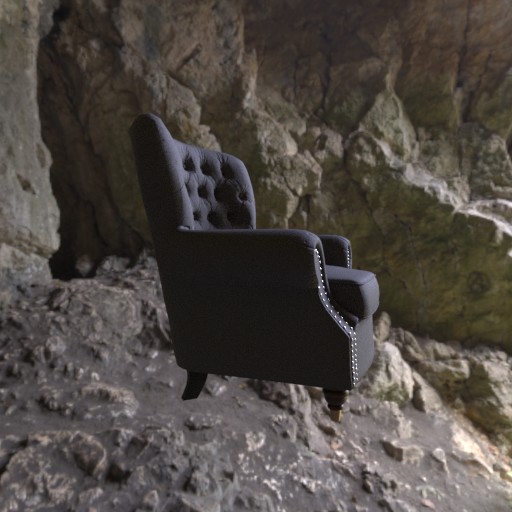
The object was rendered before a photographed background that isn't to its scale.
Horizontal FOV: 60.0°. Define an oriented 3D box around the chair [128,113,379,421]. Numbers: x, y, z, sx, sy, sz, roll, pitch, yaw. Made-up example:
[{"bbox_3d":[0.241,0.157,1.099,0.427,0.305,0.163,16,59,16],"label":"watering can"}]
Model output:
[{"bbox_3d":[0.000,0.000,1.855,0.983,1.046,0.983,0,1,19],"label":"chair"}]
